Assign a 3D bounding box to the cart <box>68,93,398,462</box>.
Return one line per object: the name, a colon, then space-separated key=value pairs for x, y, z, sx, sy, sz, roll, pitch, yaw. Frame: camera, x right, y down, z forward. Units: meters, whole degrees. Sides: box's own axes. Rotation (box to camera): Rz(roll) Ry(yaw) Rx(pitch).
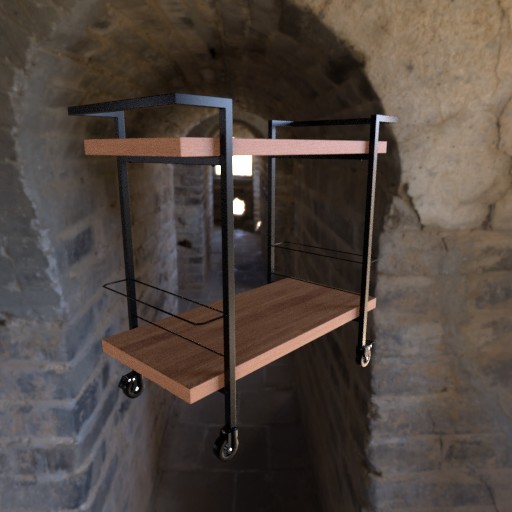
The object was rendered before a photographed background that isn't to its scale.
cart: x=0.000 y=0.000 z=1.234 sx=0.406 sy=0.762 sz=0.806 roll=12 pitch=19 yaw=41
